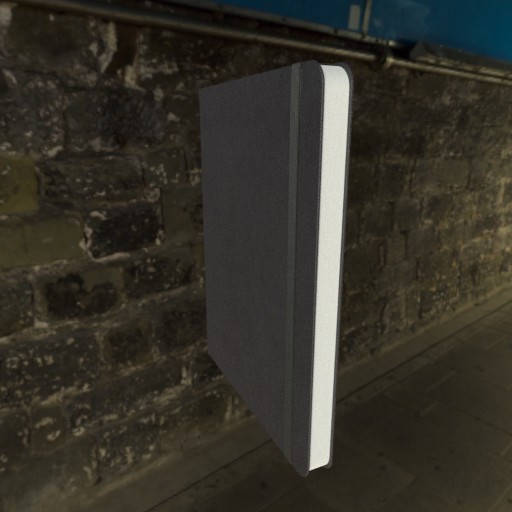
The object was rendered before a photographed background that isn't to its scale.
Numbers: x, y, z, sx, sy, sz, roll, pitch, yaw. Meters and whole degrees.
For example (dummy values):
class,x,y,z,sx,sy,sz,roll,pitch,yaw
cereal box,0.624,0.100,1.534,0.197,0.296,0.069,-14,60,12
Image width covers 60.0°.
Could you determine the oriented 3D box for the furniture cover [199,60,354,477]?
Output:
class,x,y,z,sx,sy,sz,roll,pitch,yaw
furniture cover,0.000,0.000,0.374,0.023,0.281,0.216,-7,17,-24
